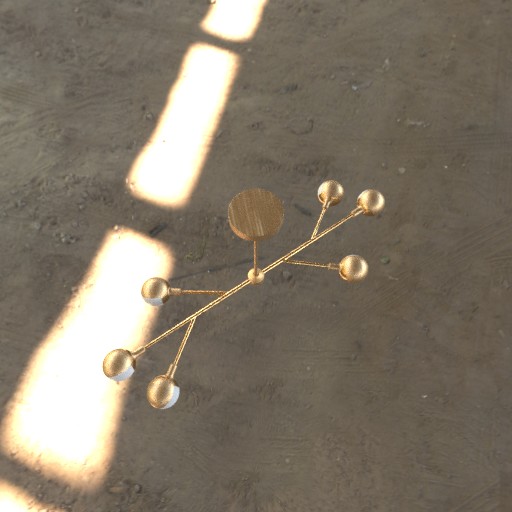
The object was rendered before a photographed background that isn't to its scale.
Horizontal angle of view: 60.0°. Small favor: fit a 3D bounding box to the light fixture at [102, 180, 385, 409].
[{"bbox_3d":[0.000,0.000,0.967,0.778,0.362,0.434,-17,65,-8],"label":"light fixture"}]
